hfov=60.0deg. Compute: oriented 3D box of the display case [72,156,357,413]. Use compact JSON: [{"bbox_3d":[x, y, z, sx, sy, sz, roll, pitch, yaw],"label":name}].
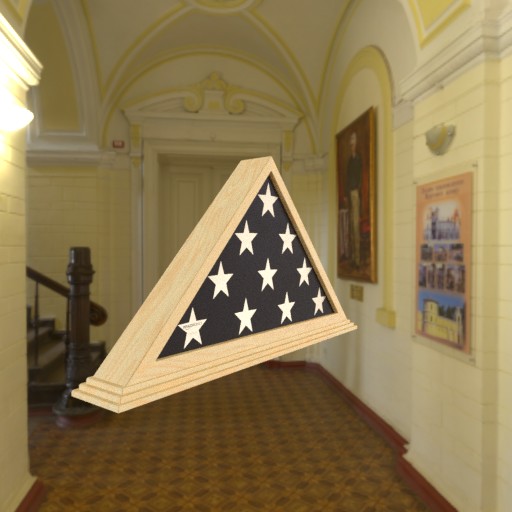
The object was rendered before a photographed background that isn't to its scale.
[{"bbox_3d":[0.000,0.000,0.776,0.095,0.340,0.640,1,2,37],"label":"display case"}]
